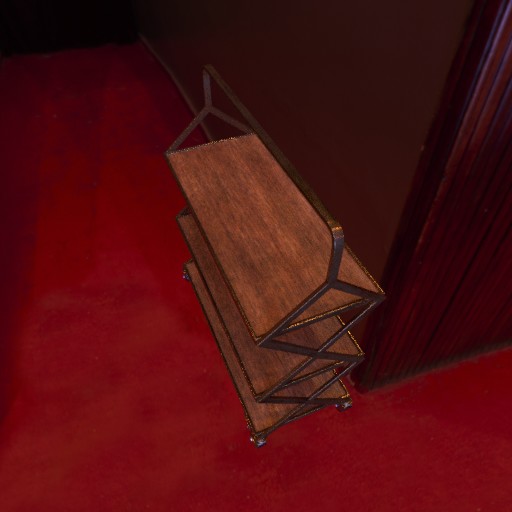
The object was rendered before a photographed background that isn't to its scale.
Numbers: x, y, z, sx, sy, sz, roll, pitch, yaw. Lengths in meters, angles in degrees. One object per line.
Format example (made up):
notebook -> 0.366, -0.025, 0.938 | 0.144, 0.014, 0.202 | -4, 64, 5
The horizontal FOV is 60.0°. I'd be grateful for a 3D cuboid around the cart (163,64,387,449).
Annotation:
cart -> 0.000, 0.000, 1.217 | 0.313, 0.805, 0.723 | -17, 49, -15
